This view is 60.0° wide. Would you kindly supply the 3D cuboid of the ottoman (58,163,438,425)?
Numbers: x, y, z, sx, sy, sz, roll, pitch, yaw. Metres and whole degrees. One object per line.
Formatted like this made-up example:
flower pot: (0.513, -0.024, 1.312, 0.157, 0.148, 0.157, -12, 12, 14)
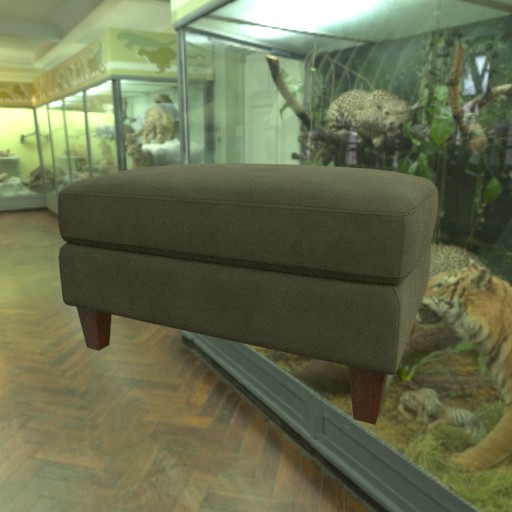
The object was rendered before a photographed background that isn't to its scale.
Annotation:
ottoman: (0.000, 0.000, 1.196, 0.864, 0.483, 0.584, 7, 16, 25)
